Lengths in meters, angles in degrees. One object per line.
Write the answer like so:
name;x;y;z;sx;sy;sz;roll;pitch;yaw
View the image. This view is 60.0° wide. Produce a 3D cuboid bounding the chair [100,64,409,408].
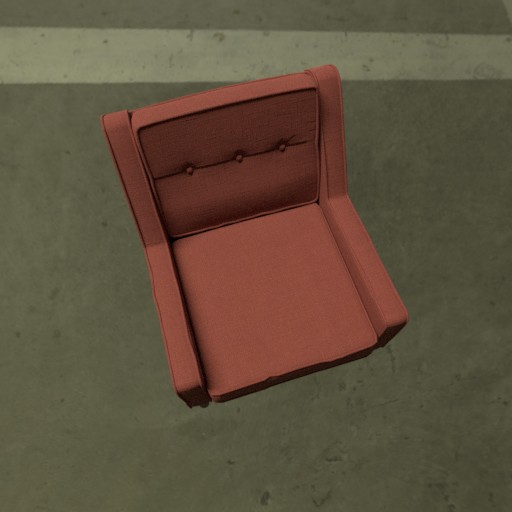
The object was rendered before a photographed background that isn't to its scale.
chair;0.000;0.000;1.398;0.680;0.812;0.770;-16;65;-7
